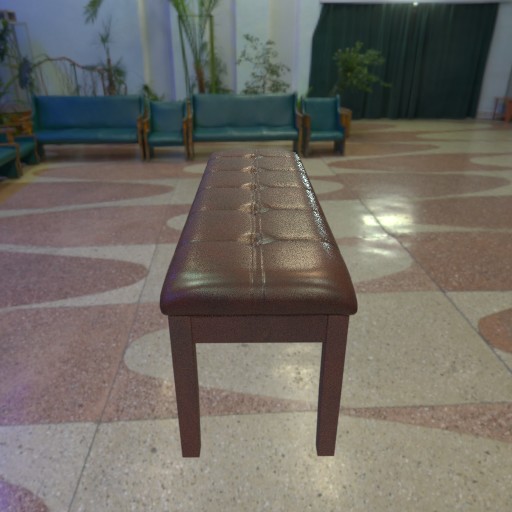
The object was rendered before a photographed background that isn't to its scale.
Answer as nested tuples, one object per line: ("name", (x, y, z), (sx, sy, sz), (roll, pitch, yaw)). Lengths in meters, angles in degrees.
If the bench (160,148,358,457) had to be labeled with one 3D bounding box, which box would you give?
("bench", (0.000, 0.000, 1.515), (0.401, 0.491, 1.259), (0, 25, 0))
